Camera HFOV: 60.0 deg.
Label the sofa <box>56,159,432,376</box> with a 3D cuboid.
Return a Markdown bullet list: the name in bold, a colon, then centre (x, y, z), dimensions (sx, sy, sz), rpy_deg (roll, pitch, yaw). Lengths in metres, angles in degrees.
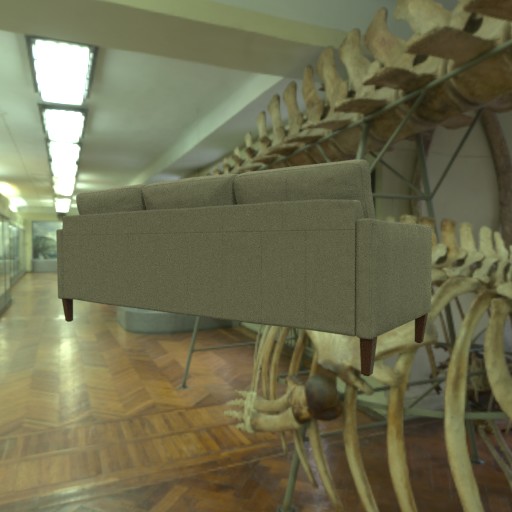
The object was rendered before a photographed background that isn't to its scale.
- **sofa**: centre (0.000, 0.000, 2.889), dimensions (2.178, 0.875, 1.506), rpy_deg (1, 2, 36)
